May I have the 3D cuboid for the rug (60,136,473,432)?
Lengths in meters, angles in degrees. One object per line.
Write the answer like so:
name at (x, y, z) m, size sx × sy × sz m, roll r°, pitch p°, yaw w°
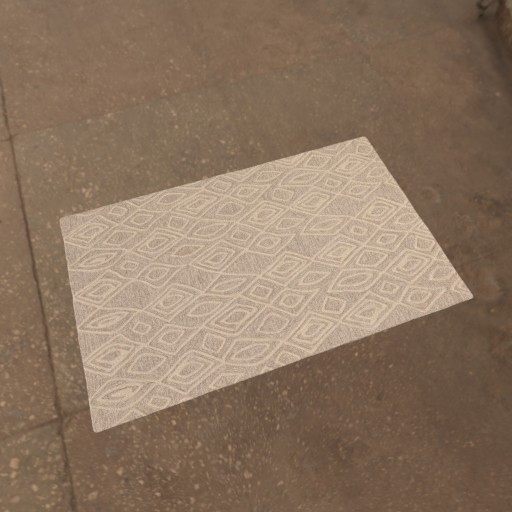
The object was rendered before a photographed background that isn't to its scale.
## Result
rug at (0.000, 0.000, 3.012) m, size 2.442 × 0.010 × 1.546 m, roll -17°, pitch 60°, yaw -10°
